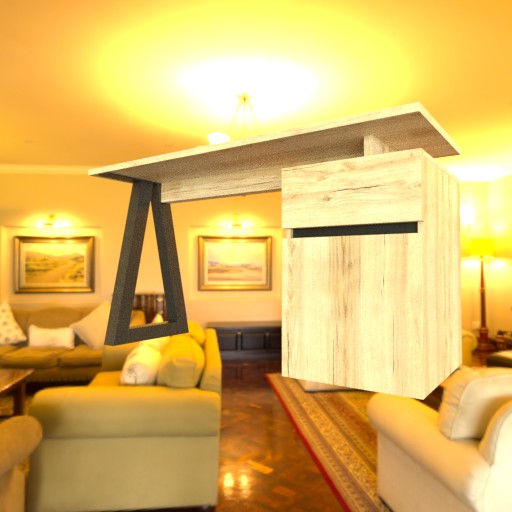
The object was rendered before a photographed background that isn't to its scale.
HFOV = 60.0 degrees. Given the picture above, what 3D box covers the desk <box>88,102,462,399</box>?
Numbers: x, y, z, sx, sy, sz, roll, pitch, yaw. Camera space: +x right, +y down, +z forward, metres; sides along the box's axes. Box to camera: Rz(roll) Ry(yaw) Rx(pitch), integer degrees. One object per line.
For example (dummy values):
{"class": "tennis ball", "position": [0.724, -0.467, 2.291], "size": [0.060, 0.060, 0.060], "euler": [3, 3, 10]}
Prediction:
{"class": "desk", "position": [0.000, 0.000, 1.749], "size": [1.400, 0.760, 0.550], "euler": [-1, -2, 35]}
